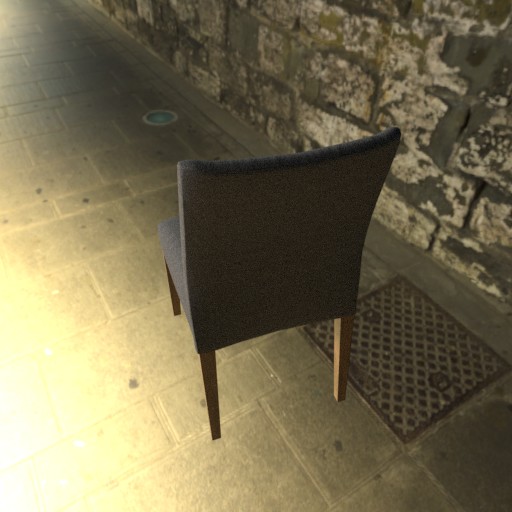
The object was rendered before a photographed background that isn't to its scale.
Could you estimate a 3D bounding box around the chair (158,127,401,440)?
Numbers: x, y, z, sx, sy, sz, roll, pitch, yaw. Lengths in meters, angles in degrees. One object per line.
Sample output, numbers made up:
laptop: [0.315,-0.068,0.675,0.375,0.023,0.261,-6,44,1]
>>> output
chair: [0.000,0.000,1.269,0.496,0.940,0.585,-12,43,-13]
